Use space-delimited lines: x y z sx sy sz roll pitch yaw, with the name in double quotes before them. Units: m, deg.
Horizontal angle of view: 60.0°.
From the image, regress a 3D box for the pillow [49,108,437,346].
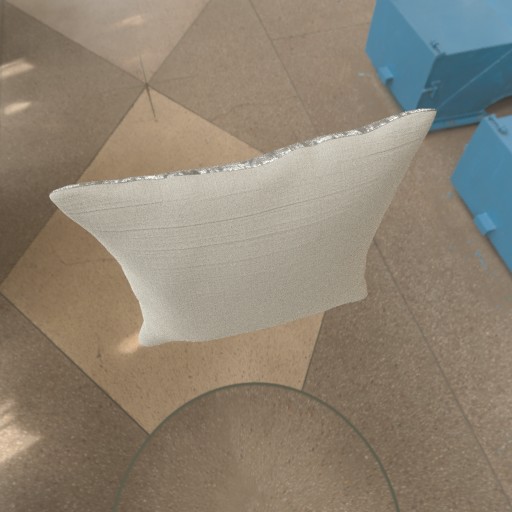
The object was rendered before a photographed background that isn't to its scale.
"pillow" 0.000 0.000 0.705 0.470 0.464 0.175 -13 59 -8
